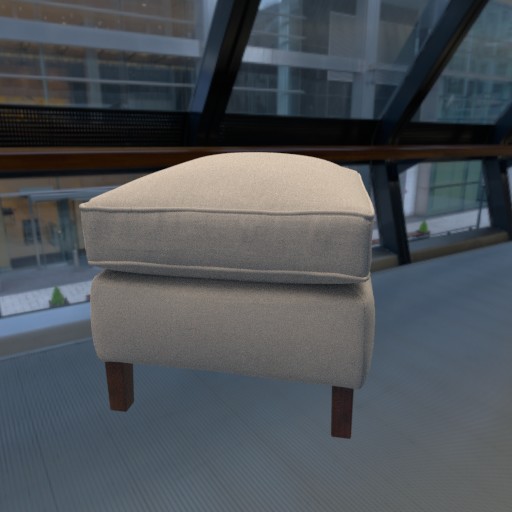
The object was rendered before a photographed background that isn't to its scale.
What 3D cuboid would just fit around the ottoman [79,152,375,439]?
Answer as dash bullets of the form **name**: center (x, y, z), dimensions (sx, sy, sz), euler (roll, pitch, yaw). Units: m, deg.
- **ottoman**: center (0.000, 0.000, 1.006), dimensions (0.501, 0.456, 0.665), euler (3, 16, 10)
